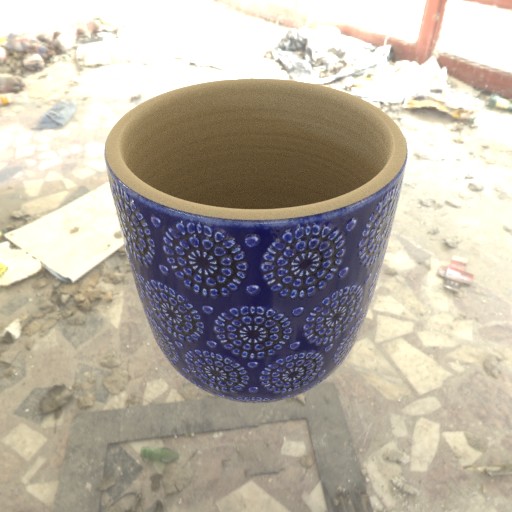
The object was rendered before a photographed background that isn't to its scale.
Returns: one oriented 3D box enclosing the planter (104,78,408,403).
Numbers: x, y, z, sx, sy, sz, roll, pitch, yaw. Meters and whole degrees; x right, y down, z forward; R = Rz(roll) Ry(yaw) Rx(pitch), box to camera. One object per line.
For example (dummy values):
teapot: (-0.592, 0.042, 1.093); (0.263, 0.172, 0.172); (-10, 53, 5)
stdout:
planter: (0.000, 0.000, 0.339); (0.184, 0.206, 0.184); (0, 41, 0)
